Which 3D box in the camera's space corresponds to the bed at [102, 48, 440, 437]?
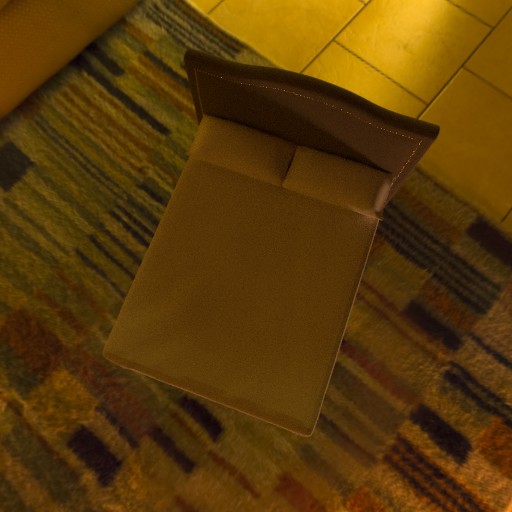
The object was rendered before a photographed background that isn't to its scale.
[{"bbox_3d":[0.000,0.000,3.089,1.666,1.387,2.036,19,76,5],"label":"bed"}]
